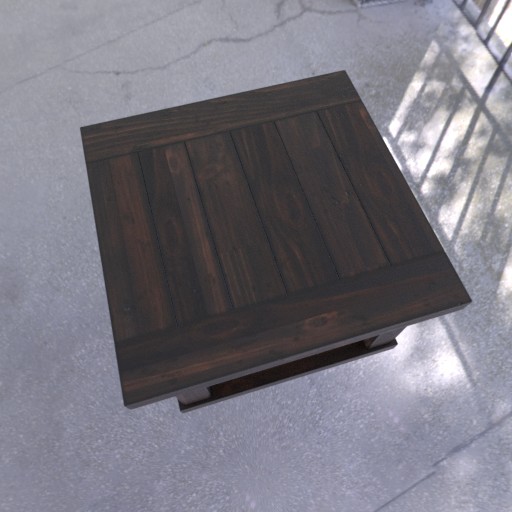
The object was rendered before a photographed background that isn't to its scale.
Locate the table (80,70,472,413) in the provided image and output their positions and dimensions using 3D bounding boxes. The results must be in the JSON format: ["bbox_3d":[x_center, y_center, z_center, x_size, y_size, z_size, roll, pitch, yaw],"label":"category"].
[{"bbox_3d":[0.000,0.000,1.048,0.606,0.437,0.593,-15,64,-7],"label":"table"}]
